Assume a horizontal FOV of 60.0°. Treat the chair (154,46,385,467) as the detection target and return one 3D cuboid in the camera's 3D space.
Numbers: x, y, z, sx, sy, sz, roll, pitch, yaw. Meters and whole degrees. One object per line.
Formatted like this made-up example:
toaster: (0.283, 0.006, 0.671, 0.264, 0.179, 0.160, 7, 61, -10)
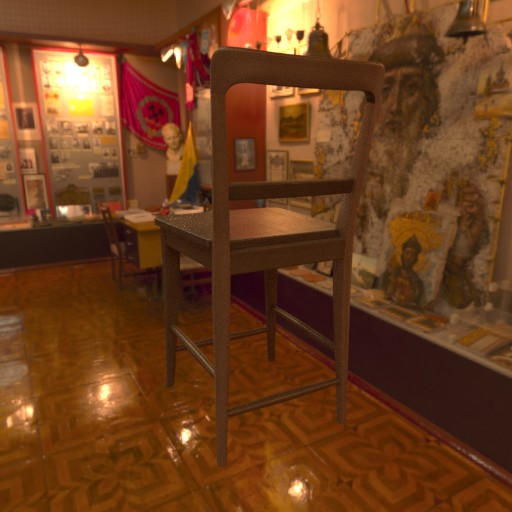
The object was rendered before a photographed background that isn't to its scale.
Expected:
chair: (0.000, 0.000, 1.270, 0.450, 0.991, 0.546, -7, 16, -27)
